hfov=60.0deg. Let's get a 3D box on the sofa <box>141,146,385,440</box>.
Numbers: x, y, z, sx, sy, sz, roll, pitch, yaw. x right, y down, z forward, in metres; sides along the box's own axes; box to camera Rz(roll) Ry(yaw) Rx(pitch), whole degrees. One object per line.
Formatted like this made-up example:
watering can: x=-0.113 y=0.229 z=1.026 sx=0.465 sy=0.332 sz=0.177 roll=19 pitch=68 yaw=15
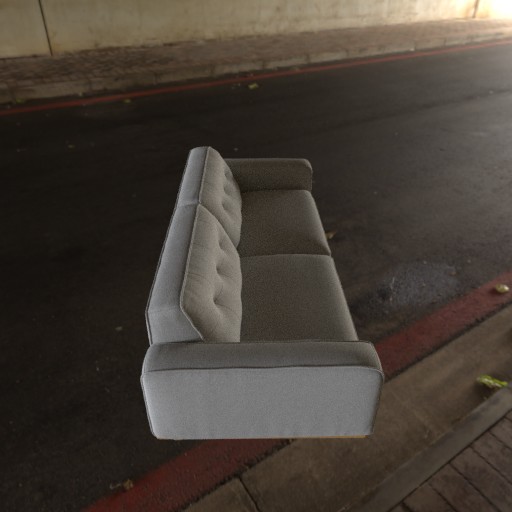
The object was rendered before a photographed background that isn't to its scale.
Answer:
sofa: x=0.000 y=0.000 z=2.712 sx=0.956 sy=0.781 sz=2.270 roll=-1 pitch=33 yaw=-1
